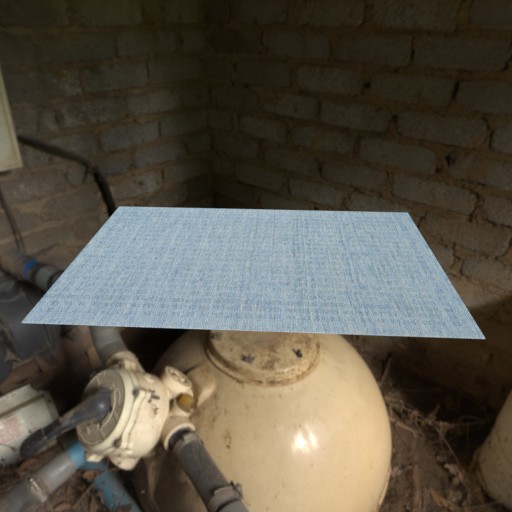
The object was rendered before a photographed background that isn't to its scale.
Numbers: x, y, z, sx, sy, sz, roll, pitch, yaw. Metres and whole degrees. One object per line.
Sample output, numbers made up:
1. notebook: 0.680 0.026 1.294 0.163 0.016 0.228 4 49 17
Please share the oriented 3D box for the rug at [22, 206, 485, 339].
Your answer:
1. rug: 0.000 0.000 2.846 2.286 0.006 1.522 2 29 3
